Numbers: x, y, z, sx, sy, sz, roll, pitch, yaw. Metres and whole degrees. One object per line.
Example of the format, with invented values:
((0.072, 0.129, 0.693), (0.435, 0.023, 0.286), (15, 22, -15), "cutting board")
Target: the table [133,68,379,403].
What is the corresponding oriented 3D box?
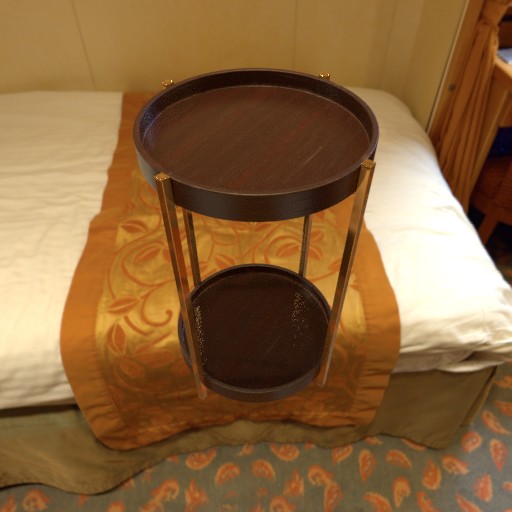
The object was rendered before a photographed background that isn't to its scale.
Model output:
((0.000, 0.000, 0.893), (0.400, 0.610, 0.400), (30, 53, 26), "table")
